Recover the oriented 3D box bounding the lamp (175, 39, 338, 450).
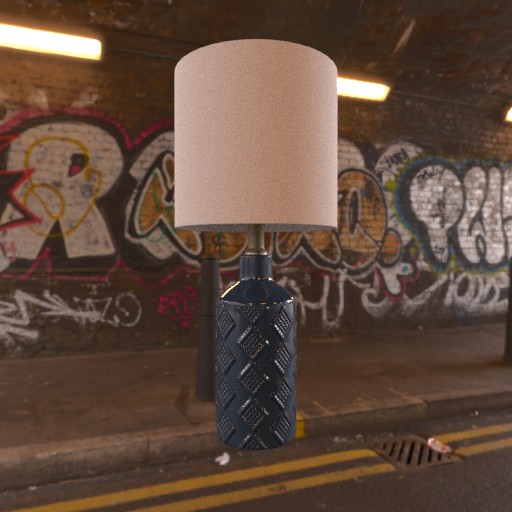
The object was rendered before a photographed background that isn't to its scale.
[{"bbox_3d":[0.000,0.000,0.574,0.207,0.461,0.207,0,1,19],"label":"lamp"}]
